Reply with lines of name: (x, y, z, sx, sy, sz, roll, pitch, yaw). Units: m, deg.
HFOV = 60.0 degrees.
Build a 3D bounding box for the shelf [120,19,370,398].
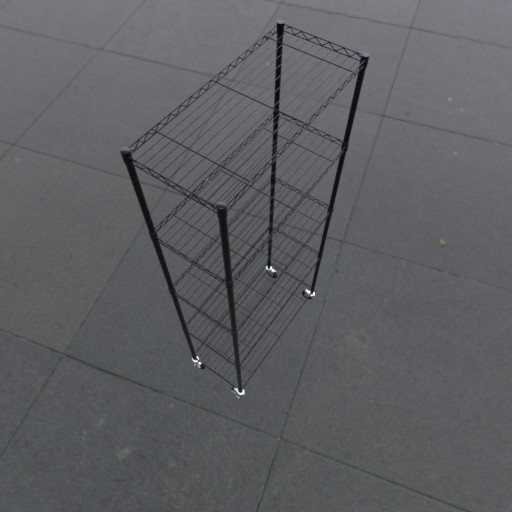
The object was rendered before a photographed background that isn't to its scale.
shelf: (0.000, 0.000, 1.936, 0.356, 1.645, 0.762, 31, 62, 18)
